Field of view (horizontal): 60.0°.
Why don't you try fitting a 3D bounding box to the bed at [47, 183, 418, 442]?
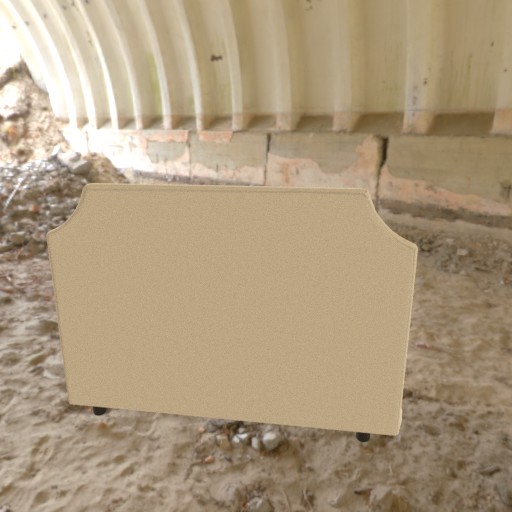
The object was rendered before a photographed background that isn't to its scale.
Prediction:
[{"bbox_3d":[0.000,0.000,4.001,2.350,1.590,2.773,2,16,8],"label":"bed"}]
